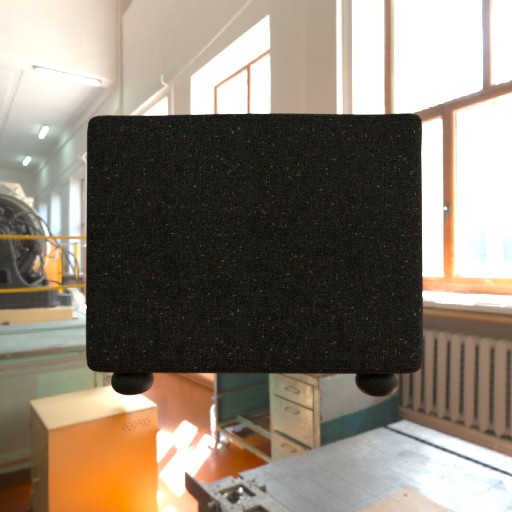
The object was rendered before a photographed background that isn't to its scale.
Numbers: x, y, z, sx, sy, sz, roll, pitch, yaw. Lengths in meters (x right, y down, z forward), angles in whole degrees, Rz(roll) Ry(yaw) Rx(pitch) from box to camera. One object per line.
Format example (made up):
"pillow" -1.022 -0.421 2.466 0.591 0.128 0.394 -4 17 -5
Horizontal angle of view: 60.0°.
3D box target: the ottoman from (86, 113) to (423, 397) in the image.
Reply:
"ottoman" 0.000 0.000 0.884 0.508 0.432 0.508 0 -1 1
